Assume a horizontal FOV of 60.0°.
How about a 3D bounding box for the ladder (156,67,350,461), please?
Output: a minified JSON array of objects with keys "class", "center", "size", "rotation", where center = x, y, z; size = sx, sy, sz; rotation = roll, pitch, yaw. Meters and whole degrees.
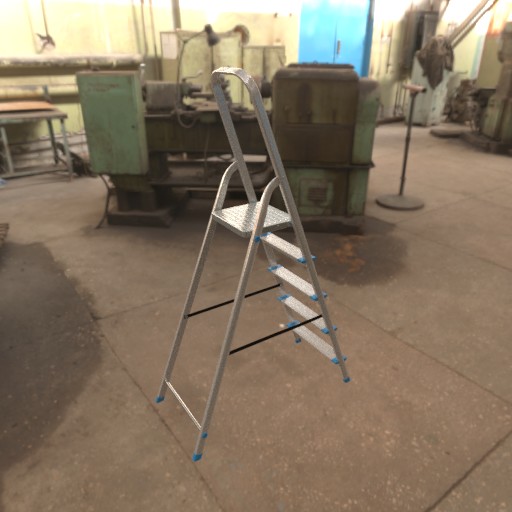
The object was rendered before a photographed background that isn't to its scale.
[{"class":"ladder","center":[0.000,0.000,2.100],"size":[0.990,1.648,0.468],"rotation":[-16,30,-30]}]
